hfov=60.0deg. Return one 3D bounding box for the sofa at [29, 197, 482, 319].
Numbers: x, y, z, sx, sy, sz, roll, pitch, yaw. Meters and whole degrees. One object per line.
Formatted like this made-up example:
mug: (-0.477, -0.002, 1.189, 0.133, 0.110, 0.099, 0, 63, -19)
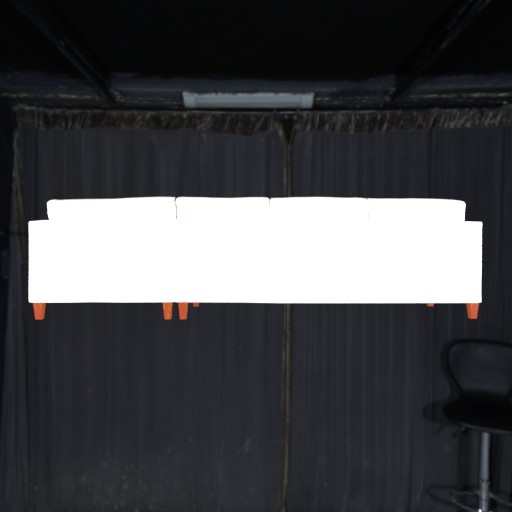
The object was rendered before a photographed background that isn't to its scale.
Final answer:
sofa: (0.000, 0.000, 4.135, 3.471, 0.954, 1.603, 0, 0, -1)
